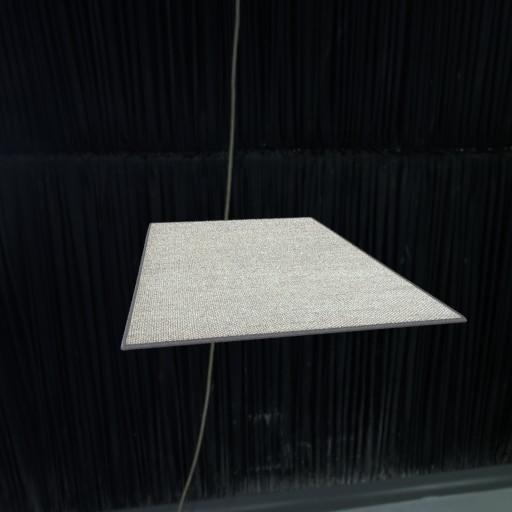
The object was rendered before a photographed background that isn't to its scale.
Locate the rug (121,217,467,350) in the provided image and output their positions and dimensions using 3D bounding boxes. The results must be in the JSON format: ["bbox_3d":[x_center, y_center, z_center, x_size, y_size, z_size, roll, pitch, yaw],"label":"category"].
[{"bbox_3d":[0.000,0.000,2.103,1.067,0.013,1.676,-3,16,-10],"label":"rug"}]
